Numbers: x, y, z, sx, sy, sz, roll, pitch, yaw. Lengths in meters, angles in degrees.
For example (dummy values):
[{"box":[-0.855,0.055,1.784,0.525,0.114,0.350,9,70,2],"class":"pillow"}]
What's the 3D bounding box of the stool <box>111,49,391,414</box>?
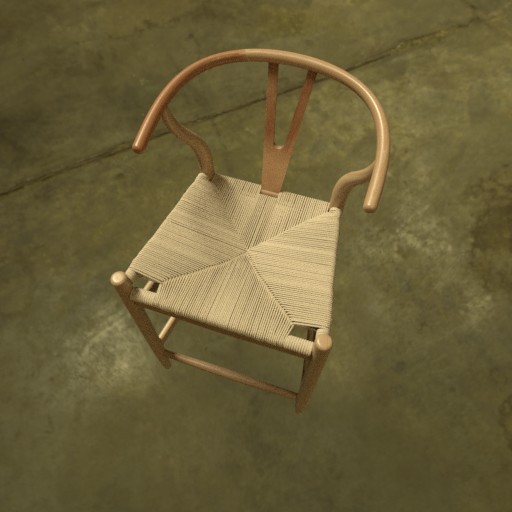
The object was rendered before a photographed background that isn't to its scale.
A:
[{"box":[0.000,0.000,1.271,0.536,0.923,0.575,16,60,9],"class":"stool"}]
